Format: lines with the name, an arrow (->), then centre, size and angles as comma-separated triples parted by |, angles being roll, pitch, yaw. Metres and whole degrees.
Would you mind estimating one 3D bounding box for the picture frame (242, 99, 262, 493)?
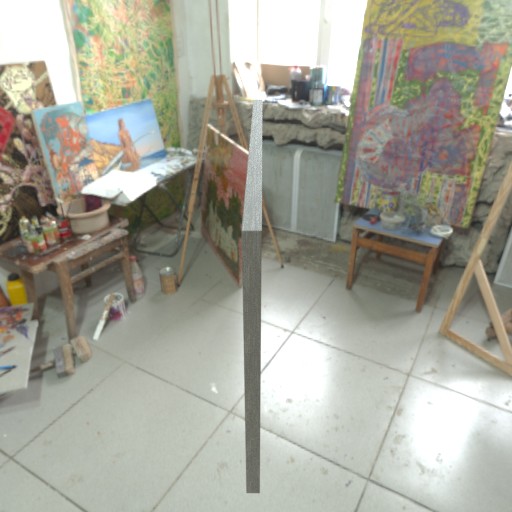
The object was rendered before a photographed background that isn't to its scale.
picture frame -> 0.000, 0.000, 1.213 | 0.029, 0.640, 0.950 | 0, 30, 1
